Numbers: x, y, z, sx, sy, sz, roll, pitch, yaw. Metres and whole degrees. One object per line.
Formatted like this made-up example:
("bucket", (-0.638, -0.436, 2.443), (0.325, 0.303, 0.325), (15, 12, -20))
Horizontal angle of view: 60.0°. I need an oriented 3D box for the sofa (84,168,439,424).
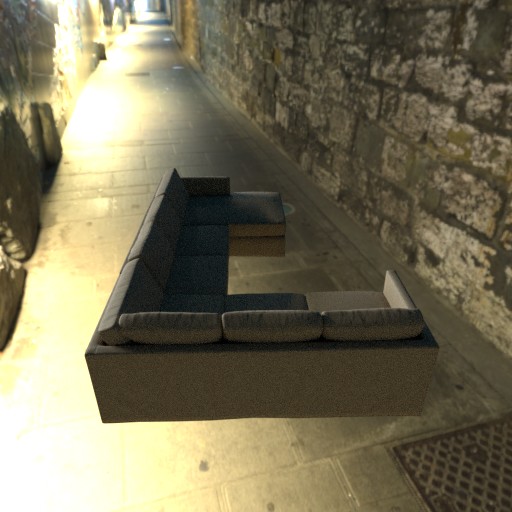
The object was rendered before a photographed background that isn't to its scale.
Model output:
("sofa", (0.000, 0.000, 4.606), (2.427, 0.882, 3.460), (-1, 30, -2))
